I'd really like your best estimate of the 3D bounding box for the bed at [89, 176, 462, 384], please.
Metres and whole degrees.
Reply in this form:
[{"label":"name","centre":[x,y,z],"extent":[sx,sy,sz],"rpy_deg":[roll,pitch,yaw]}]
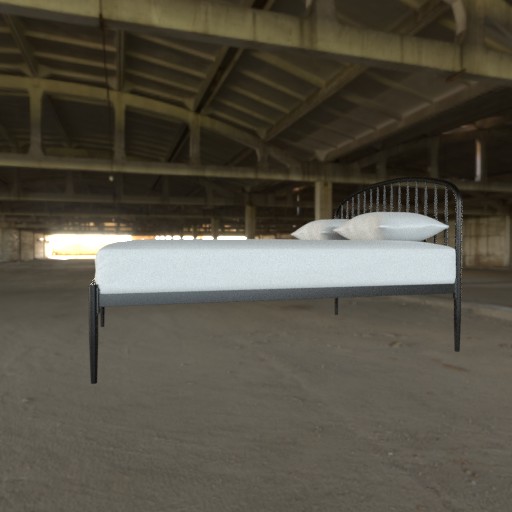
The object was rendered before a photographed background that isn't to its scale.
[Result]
[{"label":"bed","centre":[0.000,0.000,3.164],"extent":[2.159,1.166,1.618],"rpy_deg":[0,1,-18]}]
